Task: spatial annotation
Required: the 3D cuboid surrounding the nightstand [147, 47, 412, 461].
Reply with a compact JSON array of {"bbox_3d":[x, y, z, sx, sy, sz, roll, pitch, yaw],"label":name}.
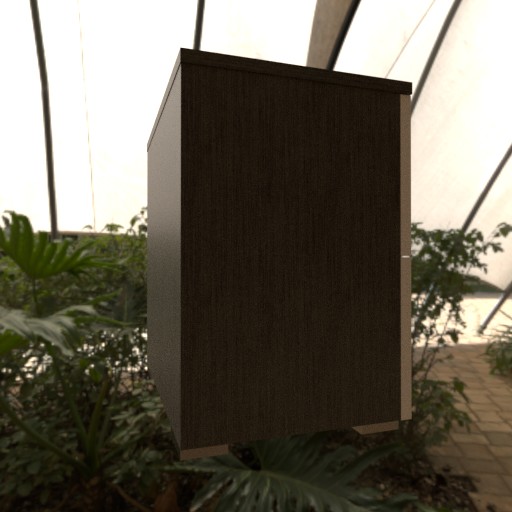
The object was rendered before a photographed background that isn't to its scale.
[{"bbox_3d":[0.000,0.000,0.752,0.325,0.460,0.441,0,0,-19],"label":"nightstand"}]
